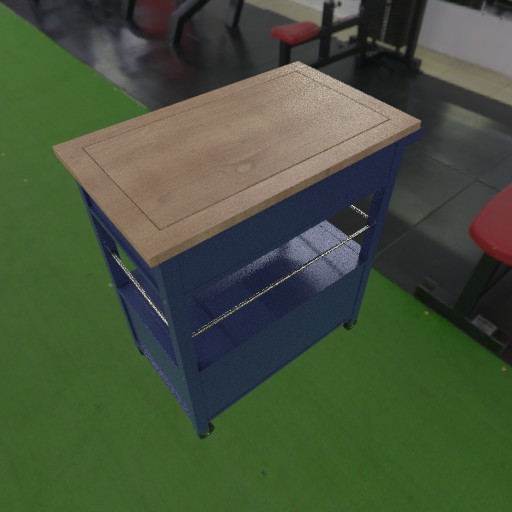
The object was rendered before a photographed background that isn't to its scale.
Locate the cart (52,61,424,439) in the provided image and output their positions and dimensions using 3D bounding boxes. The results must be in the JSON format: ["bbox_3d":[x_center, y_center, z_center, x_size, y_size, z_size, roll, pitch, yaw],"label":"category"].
[{"bbox_3d":[0.000,0.000,1.403,0.840,0.901,0.459,-30,53,-25],"label":"cart"}]
